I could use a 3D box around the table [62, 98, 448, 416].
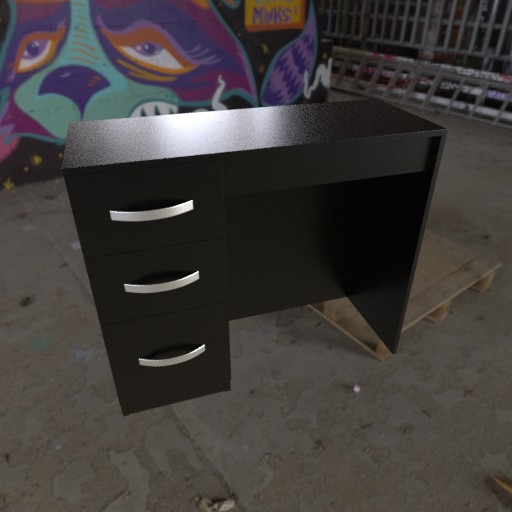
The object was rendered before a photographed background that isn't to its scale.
[{"bbox_3d":[0.000,0.000,1.360,0.930,0.790,0.380,-10,33,-15],"label":"table"}]
